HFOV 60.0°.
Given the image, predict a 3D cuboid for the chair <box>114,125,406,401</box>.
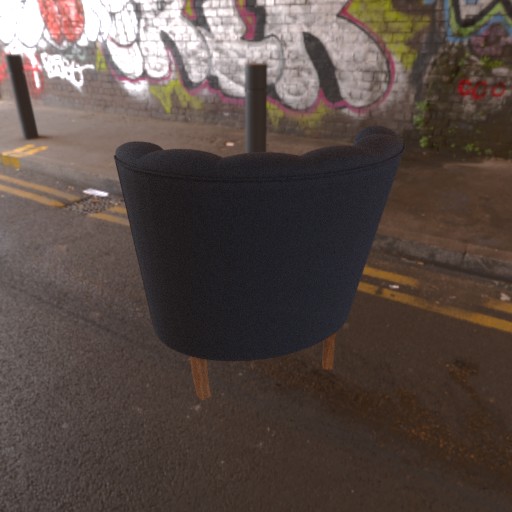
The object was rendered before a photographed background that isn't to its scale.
[{"bbox_3d":[0.000,0.000,1.344,0.740,0.771,0.718,-9,28,-17],"label":"chair"}]
